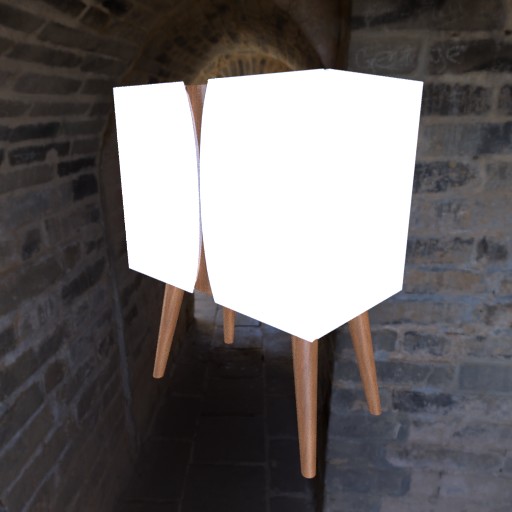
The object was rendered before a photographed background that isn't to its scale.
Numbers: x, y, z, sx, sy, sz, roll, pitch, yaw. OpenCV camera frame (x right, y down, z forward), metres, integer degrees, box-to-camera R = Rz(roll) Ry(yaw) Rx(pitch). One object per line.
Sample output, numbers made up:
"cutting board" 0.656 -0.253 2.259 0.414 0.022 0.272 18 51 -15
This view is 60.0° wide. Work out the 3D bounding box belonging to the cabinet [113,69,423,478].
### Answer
"cabinet" 0.000 0.000 1.067 0.591 0.772 0.344 16 23 41
